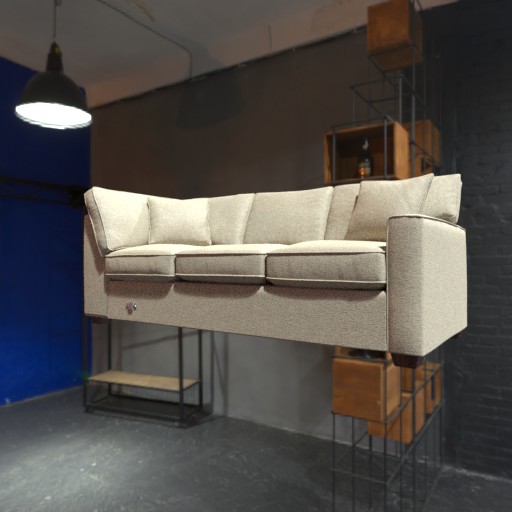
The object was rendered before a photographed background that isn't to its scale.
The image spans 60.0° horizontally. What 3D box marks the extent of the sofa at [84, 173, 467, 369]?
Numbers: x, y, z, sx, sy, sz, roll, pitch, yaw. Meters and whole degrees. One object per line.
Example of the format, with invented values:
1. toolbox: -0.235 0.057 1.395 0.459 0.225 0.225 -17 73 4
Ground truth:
1. sofa: 0.000 0.000 2.842 2.323 0.948 1.053 0 0 35
